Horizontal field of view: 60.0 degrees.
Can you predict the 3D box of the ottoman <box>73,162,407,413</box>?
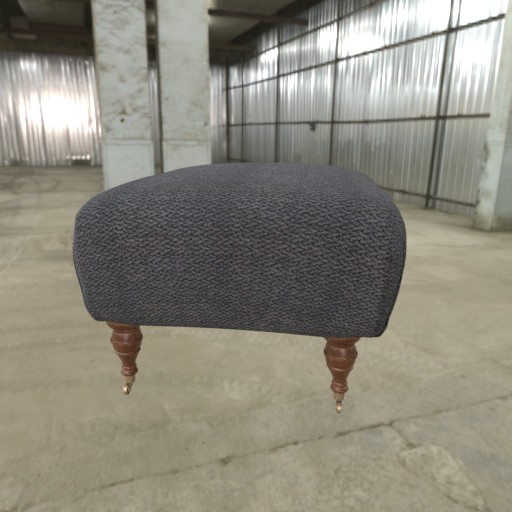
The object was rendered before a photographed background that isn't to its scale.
[{"bbox_3d":[0.000,0.000,1.125,0.622,0.450,0.747,2,15,8],"label":"ottoman"}]
